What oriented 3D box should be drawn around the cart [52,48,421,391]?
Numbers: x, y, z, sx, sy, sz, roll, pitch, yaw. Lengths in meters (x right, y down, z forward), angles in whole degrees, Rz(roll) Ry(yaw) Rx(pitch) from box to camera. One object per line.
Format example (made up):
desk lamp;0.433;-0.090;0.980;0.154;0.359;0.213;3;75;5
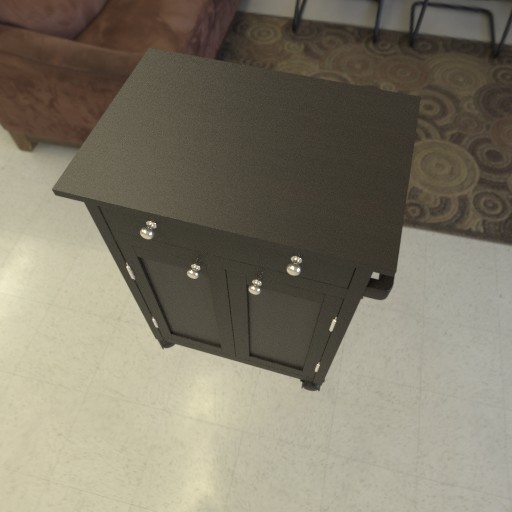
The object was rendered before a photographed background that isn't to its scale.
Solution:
cart;0.000;0.000;1.264;0.660;0.879;0.456;14;59;8
